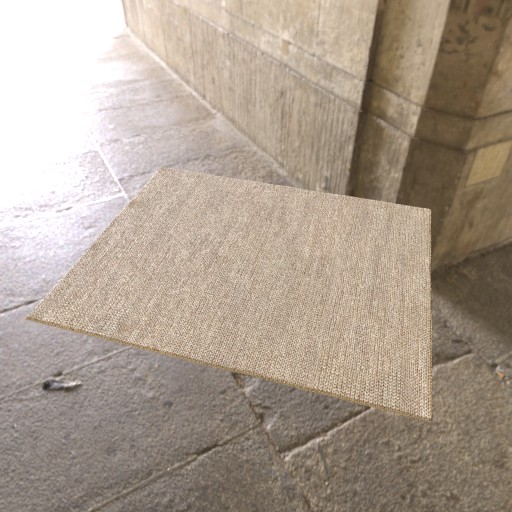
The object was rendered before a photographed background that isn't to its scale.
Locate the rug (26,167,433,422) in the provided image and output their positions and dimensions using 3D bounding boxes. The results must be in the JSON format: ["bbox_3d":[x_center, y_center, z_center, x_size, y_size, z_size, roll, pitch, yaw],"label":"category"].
[{"bbox_3d":[0.000,0.000,4.005,3.052,0.030,2.429,11,42,12],"label":"rug"}]
